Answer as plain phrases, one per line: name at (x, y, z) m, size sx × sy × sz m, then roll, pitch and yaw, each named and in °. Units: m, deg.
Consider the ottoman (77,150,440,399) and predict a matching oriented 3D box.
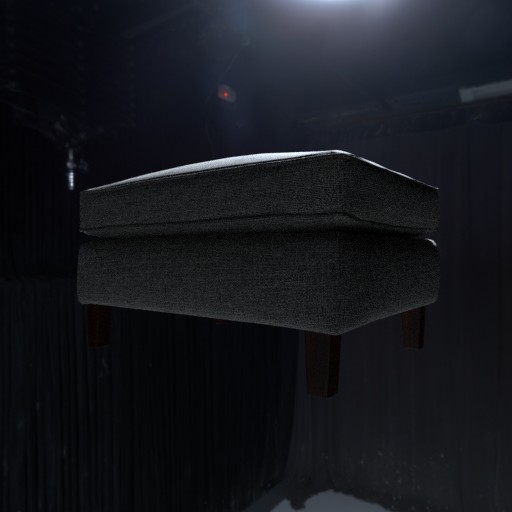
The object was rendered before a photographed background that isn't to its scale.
ottoman at (0.000, 0.000, 0.986) m, size 0.686 × 0.406 × 0.508 m, roll 0°, pitch 0°, yaw 37°
